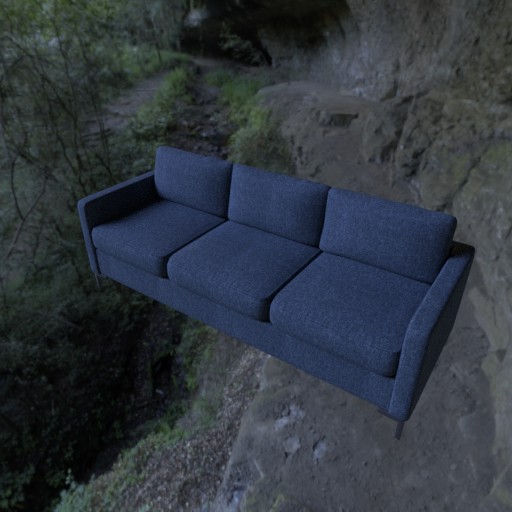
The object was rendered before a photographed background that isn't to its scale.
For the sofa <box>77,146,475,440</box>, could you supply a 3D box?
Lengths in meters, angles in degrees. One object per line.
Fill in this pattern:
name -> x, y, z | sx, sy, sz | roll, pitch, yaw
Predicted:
sofa -> 0.000, 0.000, 2.660 | 2.218, 0.874, 0.859 | 20, 36, 29
